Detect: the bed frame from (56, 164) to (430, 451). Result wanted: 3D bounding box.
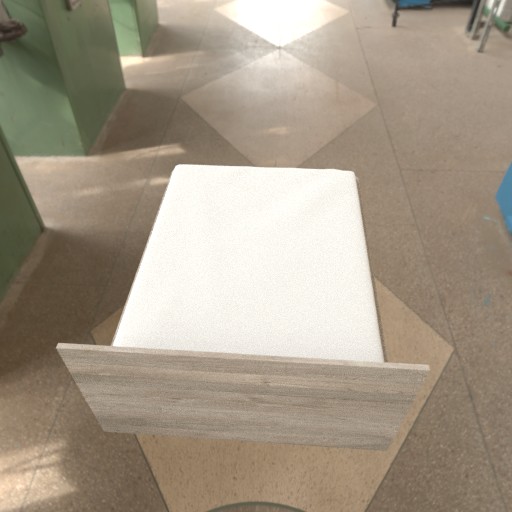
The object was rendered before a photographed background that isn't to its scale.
[{"bbox_3d":[0.000,0.000,2.728,1.490,0.800,1.950,3,45,3],"label":"bed frame"}]
